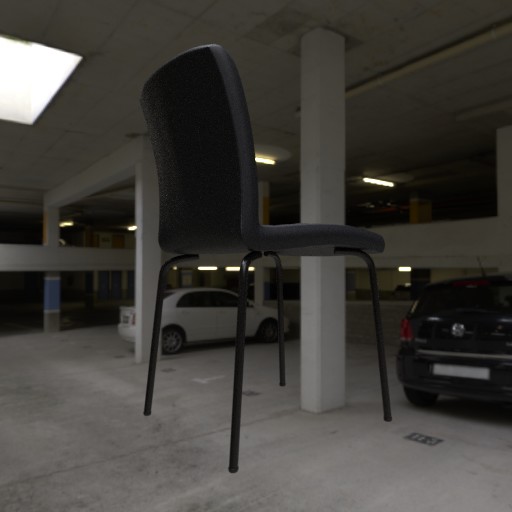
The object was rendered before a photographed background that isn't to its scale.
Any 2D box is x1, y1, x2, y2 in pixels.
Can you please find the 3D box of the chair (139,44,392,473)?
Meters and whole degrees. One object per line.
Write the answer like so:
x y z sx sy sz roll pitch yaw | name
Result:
0.000 0.000 1.185 0.572 0.872 0.450 1 -2 -37 | chair
